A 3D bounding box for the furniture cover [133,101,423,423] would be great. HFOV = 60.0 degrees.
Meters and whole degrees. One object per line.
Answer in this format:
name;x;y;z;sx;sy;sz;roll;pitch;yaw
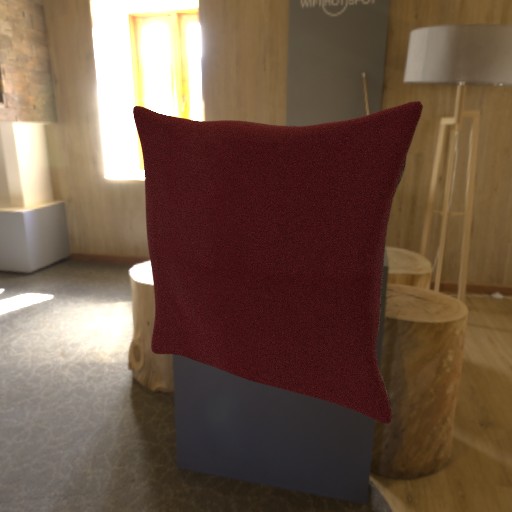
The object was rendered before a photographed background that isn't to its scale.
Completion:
furniture cover;0.000;0.000;0.785;0.514;0.513;0.163;9;19;27
